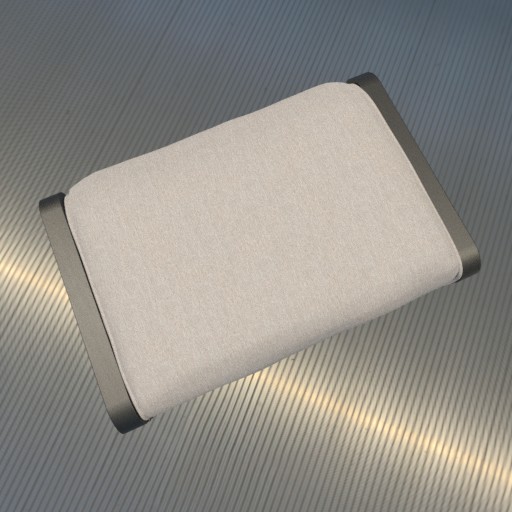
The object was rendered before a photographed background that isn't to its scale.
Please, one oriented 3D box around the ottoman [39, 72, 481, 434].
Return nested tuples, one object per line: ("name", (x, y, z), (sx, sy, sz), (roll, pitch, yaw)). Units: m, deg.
("ottoman", (0.000, 0.000, 0.866), (0.610, 0.422, 0.406), (-23, 77, -6))
